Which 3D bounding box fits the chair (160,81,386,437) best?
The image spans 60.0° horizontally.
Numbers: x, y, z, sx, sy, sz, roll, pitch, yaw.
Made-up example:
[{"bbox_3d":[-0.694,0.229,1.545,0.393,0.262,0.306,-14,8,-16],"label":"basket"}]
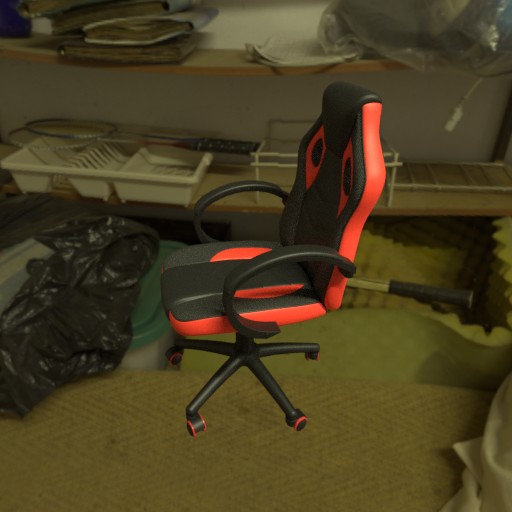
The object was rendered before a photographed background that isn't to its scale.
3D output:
[{"bbox_3d":[0.000,0.000,1.415,0.642,1.016,0.600,-8,31,-14],"label":"chair"}]
